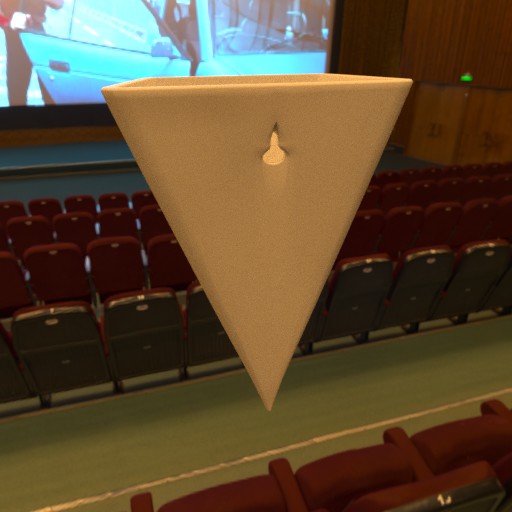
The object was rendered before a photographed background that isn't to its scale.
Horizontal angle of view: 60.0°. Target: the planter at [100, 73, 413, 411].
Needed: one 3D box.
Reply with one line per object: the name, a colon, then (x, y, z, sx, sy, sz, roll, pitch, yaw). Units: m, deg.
planter: (0.000, 0.000, 0.265, 0.150, 0.197, 0.060, -8, 27, -16)
